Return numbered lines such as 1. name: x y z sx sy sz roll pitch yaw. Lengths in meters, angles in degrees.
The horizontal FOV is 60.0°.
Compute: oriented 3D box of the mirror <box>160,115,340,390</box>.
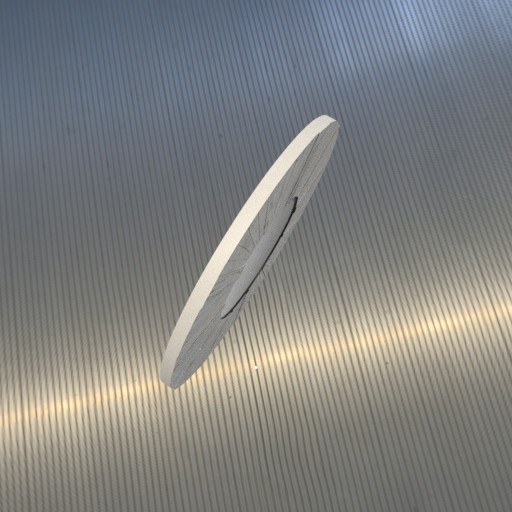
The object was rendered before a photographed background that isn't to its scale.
1. mirror: 0.000 0.000 1.366 0.038 0.914 0.914 32 78 8
